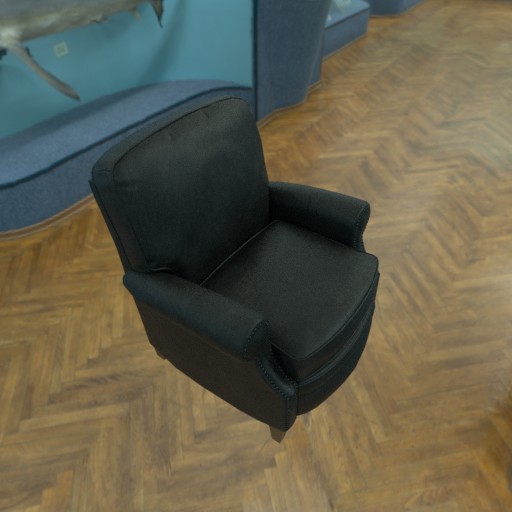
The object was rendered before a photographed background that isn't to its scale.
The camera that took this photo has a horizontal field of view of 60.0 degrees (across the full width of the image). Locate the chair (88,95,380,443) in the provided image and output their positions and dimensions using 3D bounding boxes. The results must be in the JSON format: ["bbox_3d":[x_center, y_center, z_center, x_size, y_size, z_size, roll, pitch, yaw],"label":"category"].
[{"bbox_3d":[0.000,0.000,1.773,0.986,1.018,0.936,25,47,26],"label":"chair"}]
